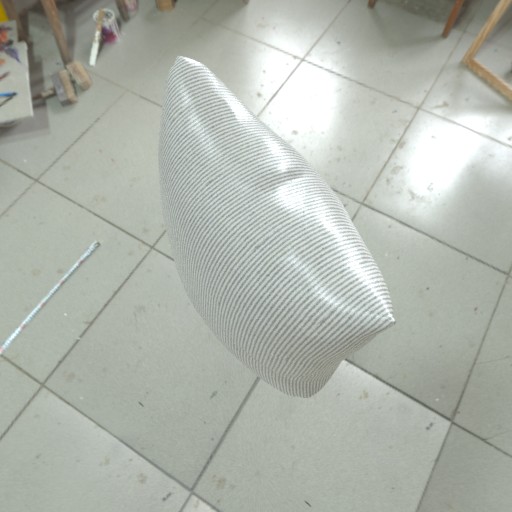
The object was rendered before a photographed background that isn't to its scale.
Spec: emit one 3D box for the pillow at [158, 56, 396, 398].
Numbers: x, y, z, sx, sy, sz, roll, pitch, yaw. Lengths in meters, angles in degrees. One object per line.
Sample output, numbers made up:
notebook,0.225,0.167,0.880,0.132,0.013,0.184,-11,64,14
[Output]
pillow,0.000,0.000,0.698,0.310,0.432,0.387,2,64,1
